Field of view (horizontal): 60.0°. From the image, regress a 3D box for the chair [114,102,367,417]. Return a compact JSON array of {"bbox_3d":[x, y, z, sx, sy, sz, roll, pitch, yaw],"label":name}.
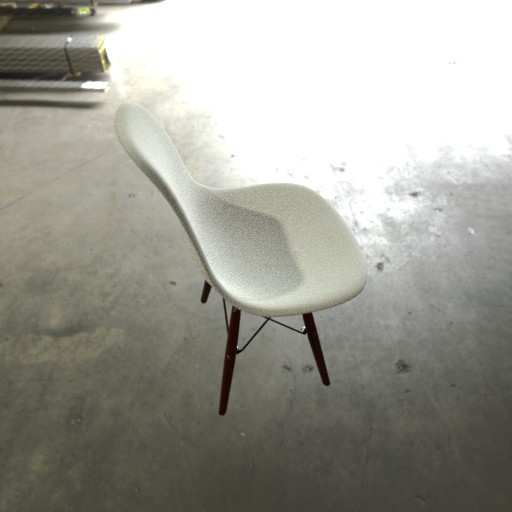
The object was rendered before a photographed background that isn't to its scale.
[{"bbox_3d":[0.000,0.000,1.150,0.533,0.826,0.470,-10,47,-10],"label":"chair"}]
